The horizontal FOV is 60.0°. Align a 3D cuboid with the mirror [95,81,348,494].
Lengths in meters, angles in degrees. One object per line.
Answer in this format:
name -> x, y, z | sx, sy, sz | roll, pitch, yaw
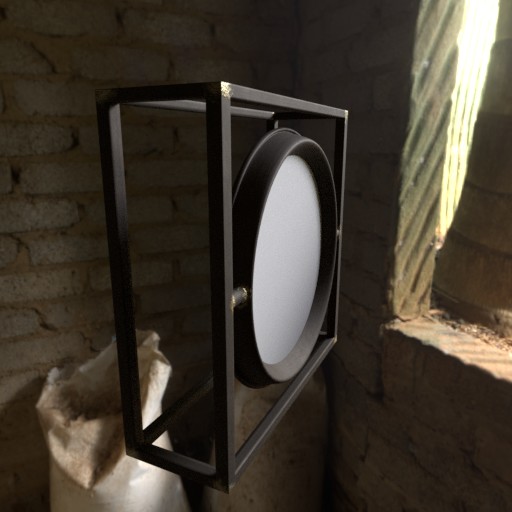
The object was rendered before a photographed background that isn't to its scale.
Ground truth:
mirror -> 0.000, 0.000, 0.463 | 0.107, 0.303, 0.306 | 7, 16, 25
